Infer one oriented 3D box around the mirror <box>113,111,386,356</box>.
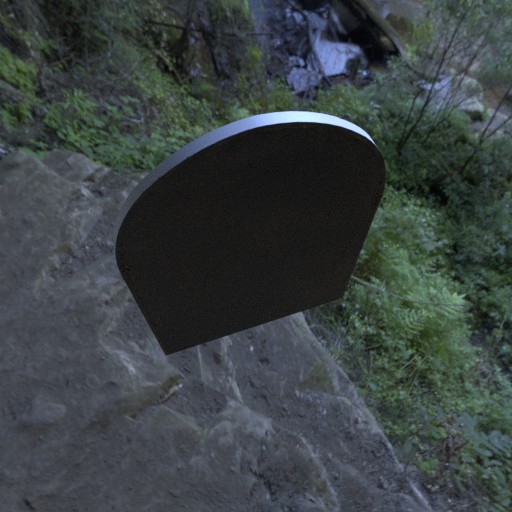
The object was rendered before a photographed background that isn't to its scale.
[{"bbox_3d":[0.000,0.000,1.174,0.660,0.920,0.032,-17,61,-10],"label":"mirror"}]
